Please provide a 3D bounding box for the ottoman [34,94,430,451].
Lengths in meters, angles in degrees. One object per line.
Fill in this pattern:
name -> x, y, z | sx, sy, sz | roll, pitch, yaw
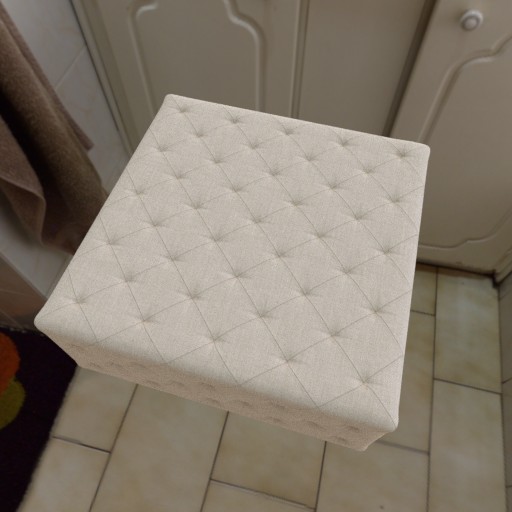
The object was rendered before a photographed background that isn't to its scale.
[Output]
ottoman -> 0.000, 0.000, 1.595 | 1.028, 0.439, 1.028 | 14, 60, 8
